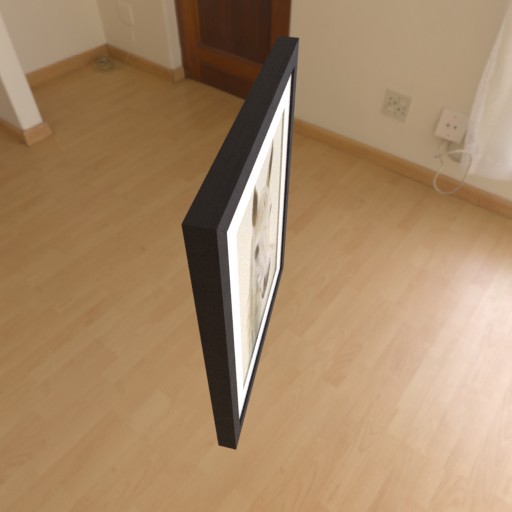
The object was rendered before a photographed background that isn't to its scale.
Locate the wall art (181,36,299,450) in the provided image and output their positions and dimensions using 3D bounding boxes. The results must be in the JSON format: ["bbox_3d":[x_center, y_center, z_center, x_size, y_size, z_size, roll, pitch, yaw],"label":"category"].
[{"bbox_3d":[0.000,0.000,0.759,0.034,0.552,0.455,10,48,9],"label":"wall art"}]
